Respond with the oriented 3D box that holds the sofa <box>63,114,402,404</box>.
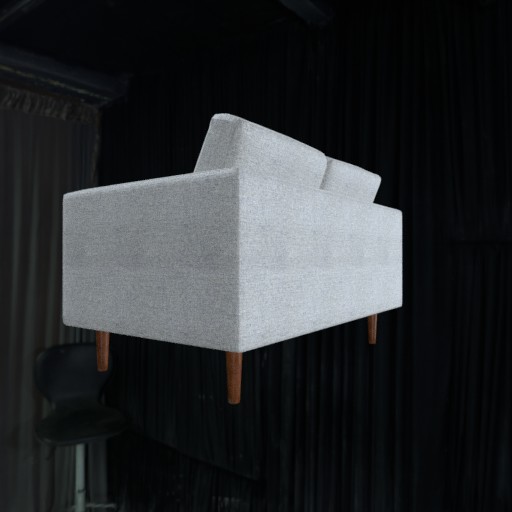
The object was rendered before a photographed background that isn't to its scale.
[{"bbox_3d":[0.000,0.000,2.193,0.969,0.973,1.527,0,0,36],"label":"sofa"}]
